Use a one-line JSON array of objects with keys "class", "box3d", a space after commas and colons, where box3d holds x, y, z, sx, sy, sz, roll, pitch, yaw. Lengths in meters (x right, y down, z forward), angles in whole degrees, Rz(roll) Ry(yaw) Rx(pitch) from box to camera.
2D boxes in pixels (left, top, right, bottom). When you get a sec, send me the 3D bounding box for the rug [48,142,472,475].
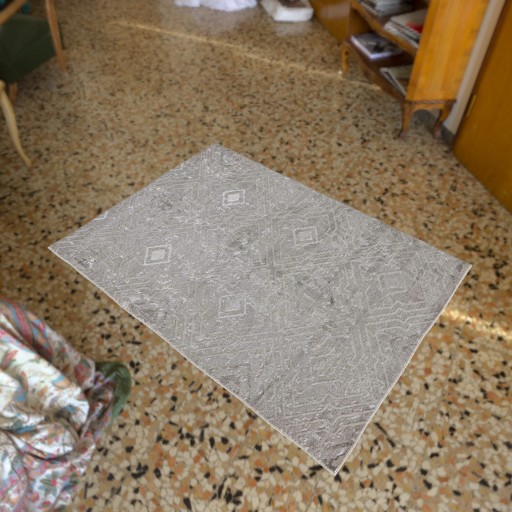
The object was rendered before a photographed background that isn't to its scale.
[{"class": "rug", "box3d": [0.000, 0.000, 4.320, 3.359, 0.020, 2.448, 31, 54, 26]}]
